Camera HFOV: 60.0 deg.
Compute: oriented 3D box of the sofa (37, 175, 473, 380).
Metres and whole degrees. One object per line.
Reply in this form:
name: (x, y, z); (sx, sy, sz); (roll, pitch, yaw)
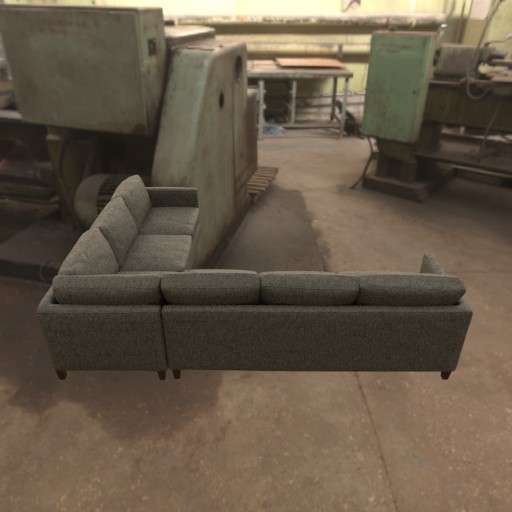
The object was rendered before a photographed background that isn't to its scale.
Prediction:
sofa: (0.000, 0.000, 4.496); (3.302, 0.947, 2.593); (0, 30, 0)
